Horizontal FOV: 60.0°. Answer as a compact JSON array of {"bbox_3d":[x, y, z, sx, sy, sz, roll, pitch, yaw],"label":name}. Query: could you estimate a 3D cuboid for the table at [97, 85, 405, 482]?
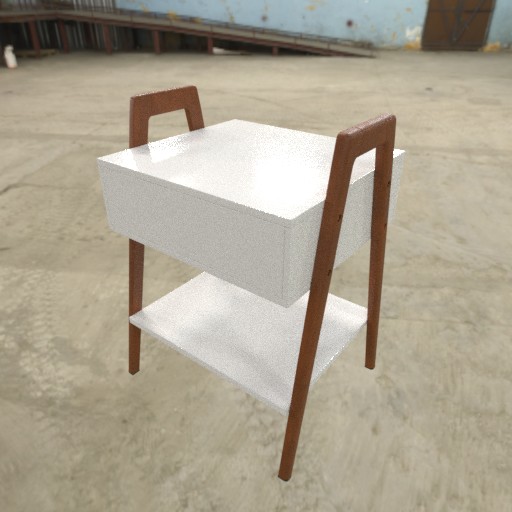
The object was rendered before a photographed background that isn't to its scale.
[{"bbox_3d":[0.000,0.000,0.915,0.457,0.610,0.405,21,36,32],"label":"table"}]
